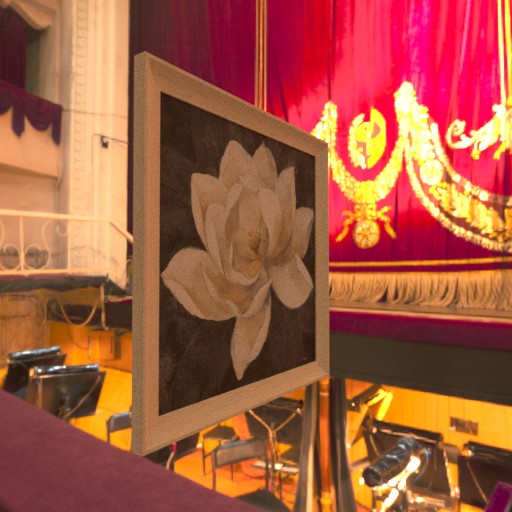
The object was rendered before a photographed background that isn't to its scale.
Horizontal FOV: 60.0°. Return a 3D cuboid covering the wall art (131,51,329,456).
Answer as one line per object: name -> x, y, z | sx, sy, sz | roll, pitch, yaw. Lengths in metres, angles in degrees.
wall art -> 0.000, 0.000, 1.533 | 0.045, 1.016, 1.016 | -1, -2, 36
